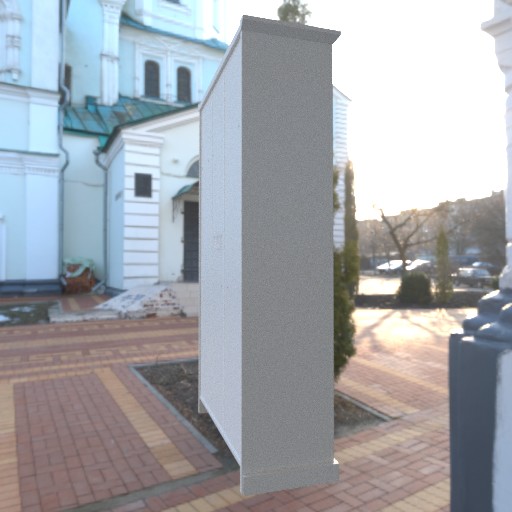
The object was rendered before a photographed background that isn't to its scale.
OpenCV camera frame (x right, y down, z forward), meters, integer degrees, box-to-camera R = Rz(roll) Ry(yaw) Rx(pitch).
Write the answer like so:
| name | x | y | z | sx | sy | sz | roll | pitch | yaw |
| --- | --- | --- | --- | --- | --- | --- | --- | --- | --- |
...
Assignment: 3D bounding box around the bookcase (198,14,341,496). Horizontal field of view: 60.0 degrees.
| name | x | y | z | sx | sy | sz | roll | pitch | yaw |
| --- | --- | --- | --- | --- | --- | --- | --- | --- | --- |
| bookcase | 0.000 | 0.000 | 2.286 | 0.432 | 1.880 | 1.050 | 0 | -1 | -17 |
